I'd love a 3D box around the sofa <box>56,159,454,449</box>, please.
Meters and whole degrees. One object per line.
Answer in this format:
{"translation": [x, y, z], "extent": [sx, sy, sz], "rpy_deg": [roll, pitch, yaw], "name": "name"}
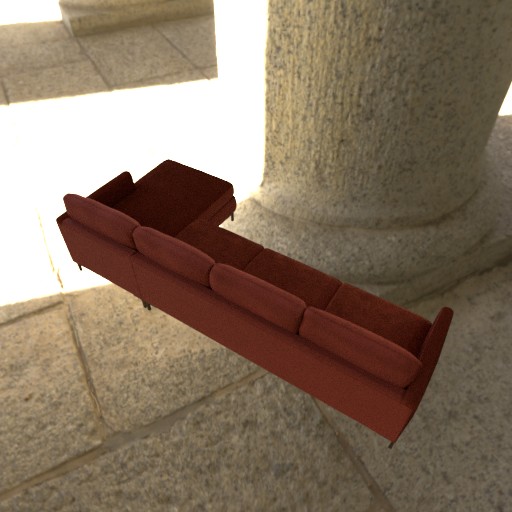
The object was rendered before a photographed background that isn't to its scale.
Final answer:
{"translation": [0.000, 0.000, 3.442], "extent": [2.932, 0.810, 1.350], "rpy_deg": [25, 50, 22], "name": "sofa"}
